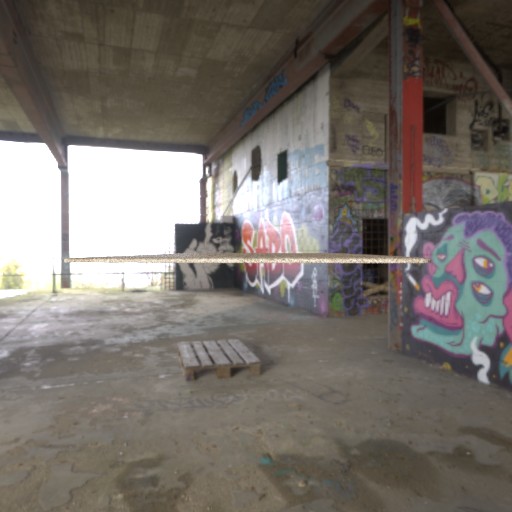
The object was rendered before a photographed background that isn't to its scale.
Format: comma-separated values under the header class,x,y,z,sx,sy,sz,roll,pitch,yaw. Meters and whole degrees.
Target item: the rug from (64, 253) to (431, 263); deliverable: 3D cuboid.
class,x,y,z,sx,sy,sz,roll,pitch,yaw
rug,0.000,0.000,3.049,1.539,0.024,2.469,0,1,2
